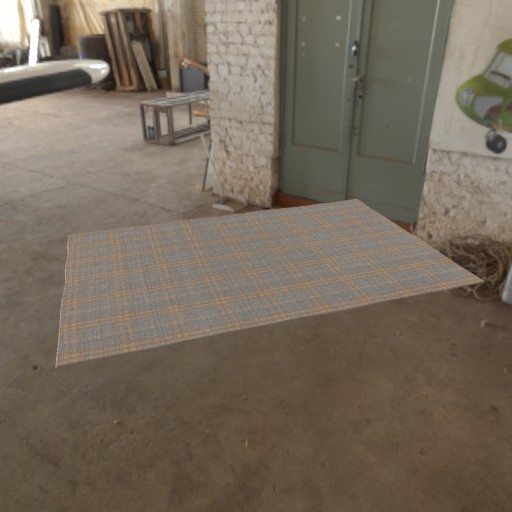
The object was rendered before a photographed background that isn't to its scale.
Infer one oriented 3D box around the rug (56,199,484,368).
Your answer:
[{"bbox_3d":[0.000,0.000,3.028,2.460,0.016,1.545,-9,29,-16],"label":"rug"}]
